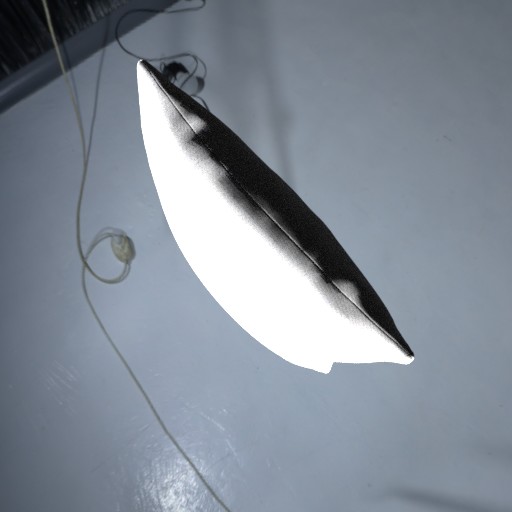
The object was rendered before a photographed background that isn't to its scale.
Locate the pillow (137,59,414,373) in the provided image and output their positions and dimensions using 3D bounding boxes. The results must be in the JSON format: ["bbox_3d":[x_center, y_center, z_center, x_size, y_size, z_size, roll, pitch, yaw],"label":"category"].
[{"bbox_3d":[0.000,0.000,0.665,0.173,0.436,0.433,-39,79,-9],"label":"pillow"}]
